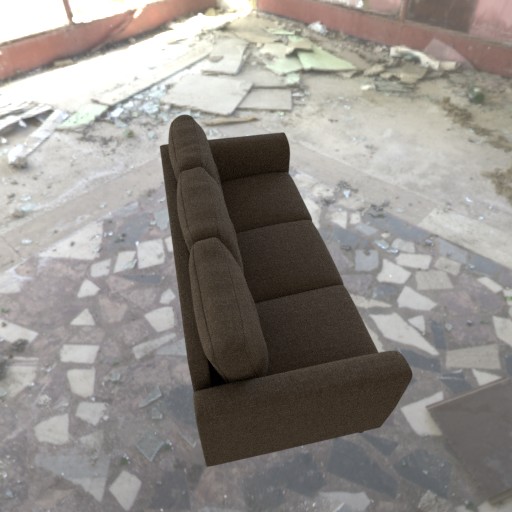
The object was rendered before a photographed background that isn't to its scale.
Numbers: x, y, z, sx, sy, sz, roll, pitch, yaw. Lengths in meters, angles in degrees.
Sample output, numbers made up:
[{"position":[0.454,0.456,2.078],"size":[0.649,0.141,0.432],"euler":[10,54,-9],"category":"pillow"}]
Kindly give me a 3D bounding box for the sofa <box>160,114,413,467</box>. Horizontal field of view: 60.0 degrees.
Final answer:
[{"position":[0.000,0.000,2.345],"size":[0.837,0.891,1.847],"euler":[-9,45,-9],"category":"sofa"}]
